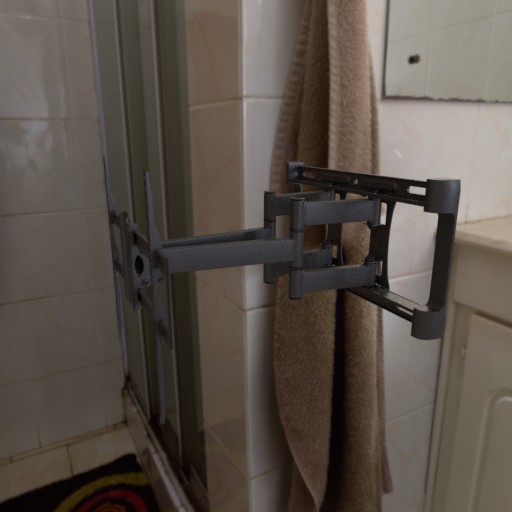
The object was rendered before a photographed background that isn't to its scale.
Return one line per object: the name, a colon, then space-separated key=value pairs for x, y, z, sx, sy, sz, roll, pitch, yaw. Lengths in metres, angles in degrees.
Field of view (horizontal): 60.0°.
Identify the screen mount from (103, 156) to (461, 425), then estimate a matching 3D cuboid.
screen mount: x=0.000 y=0.000 z=0.975 sx=0.556 sy=0.424 sz=0.571 roll=-8 pitch=17 yaw=-26
